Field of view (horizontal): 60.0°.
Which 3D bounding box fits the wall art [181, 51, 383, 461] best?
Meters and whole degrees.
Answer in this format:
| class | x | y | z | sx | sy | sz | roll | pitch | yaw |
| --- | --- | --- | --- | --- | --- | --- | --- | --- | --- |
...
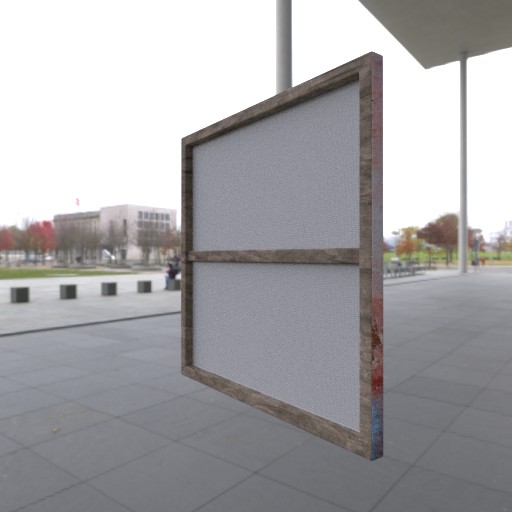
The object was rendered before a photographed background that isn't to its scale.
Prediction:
| class | x | y | z | sx | sy | sz | roll | pitch | yaw |
| --- | --- | --- | --- | --- | --- | --- | --- | --- | --- |
| wall art | 0.000 | 0.000 | 1.111 | 0.035 | 0.747 | 0.747 | 0 | 0 | -37 |
